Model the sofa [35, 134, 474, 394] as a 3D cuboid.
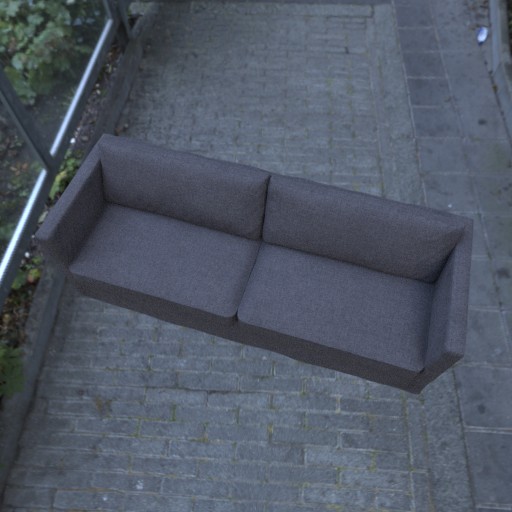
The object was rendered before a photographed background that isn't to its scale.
[{"bbox_3d":[0.000,0.000,3.207,2.779,0.998,1.036,15,60,9],"label":"sofa"}]
